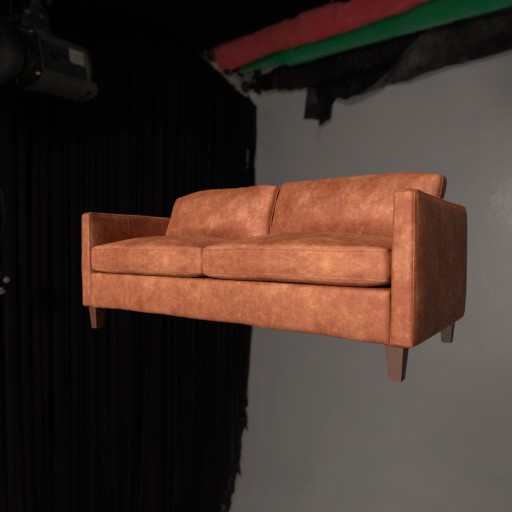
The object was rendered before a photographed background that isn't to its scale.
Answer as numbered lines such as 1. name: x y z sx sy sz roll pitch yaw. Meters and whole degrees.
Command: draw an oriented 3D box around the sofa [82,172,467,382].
1. sofa: 0.000 0.000 2.416 1.971 0.863 0.923 1 1 36
